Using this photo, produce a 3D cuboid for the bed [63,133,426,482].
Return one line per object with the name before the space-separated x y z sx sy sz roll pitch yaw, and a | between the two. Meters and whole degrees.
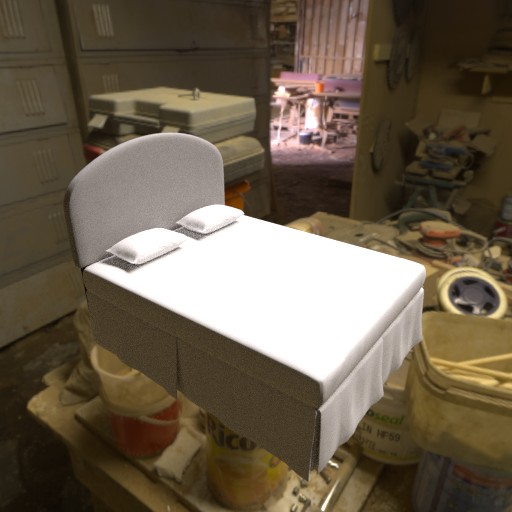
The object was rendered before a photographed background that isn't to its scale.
bed | 0.000 0.000 3.035 2.005 1.410 1.607 18 31 33
